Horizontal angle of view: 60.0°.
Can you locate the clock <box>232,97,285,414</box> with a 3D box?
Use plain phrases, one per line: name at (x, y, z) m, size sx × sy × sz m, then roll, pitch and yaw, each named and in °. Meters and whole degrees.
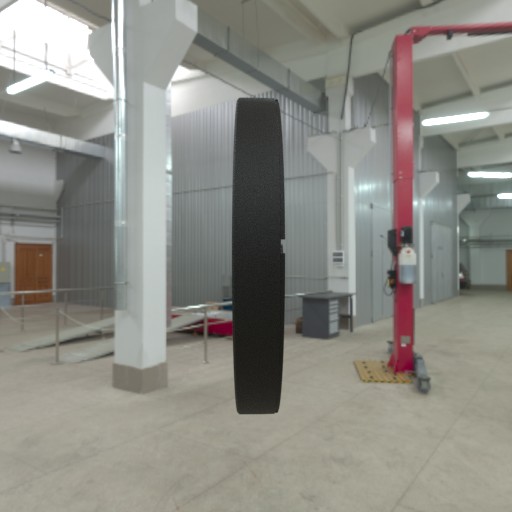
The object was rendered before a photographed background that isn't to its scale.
clock at (0.000, 0.000, 0.436) m, size 0.040 × 0.293 × 0.293 m, roll 0°, pitch -1°, yaw 0°
